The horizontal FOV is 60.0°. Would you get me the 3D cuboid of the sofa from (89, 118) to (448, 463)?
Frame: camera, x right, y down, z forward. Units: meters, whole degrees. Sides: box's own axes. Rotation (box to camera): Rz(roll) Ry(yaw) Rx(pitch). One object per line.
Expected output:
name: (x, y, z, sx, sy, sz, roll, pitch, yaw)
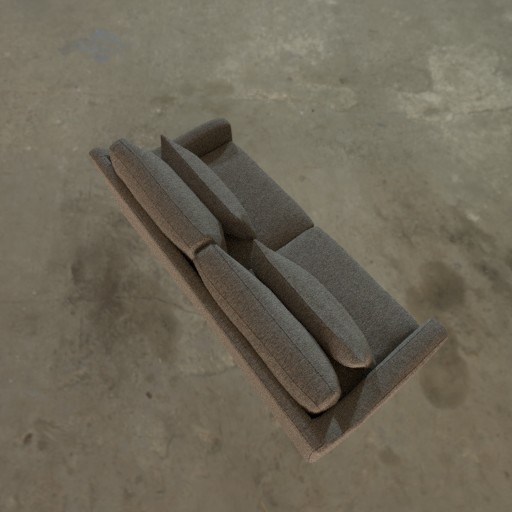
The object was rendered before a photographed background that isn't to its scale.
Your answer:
sofa: (0.000, 0.000, 2.982, 1.103, 0.998, 2.418, -32, 63, -19)
